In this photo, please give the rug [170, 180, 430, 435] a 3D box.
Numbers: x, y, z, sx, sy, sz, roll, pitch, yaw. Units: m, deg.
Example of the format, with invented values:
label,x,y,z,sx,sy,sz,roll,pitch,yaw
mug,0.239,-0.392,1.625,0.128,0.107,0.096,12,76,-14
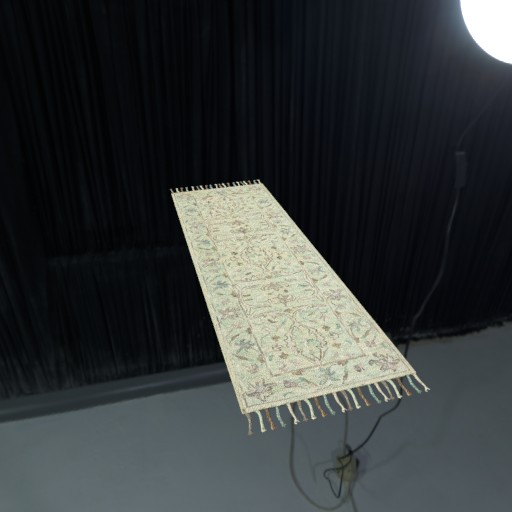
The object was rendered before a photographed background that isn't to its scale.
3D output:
label,x,y,z,sx,sy,sz,roll,pitch,yaw
rug,0.000,0.000,2.711,0.769,0.013,2.440,-8,32,-14
